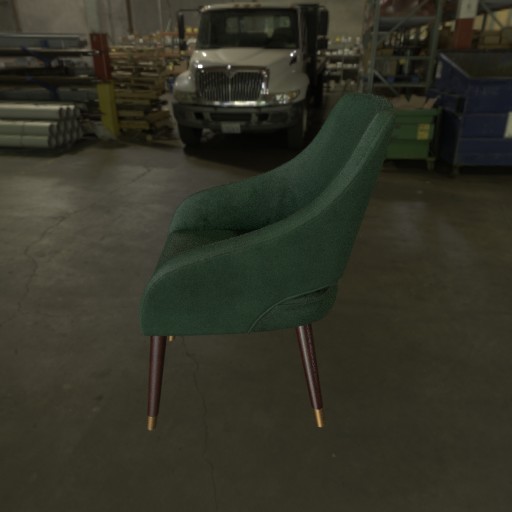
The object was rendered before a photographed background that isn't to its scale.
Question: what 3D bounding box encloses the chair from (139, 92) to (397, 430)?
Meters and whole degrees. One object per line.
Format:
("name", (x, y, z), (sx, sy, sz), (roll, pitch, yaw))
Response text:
("chair", (0.000, 0.000, 1.591), (0.794, 1.081, 0.683), (-1, 25, -2))
